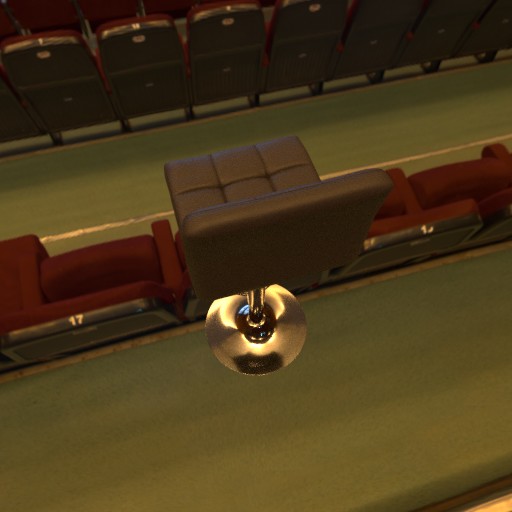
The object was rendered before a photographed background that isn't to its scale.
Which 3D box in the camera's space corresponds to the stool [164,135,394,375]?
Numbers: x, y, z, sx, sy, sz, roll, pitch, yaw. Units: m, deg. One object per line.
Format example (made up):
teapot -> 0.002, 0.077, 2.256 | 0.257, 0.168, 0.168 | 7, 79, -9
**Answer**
stool -> 0.000, 0.000, 1.391 | 0.430, 1.115, 0.505 | -15, 60, -9
